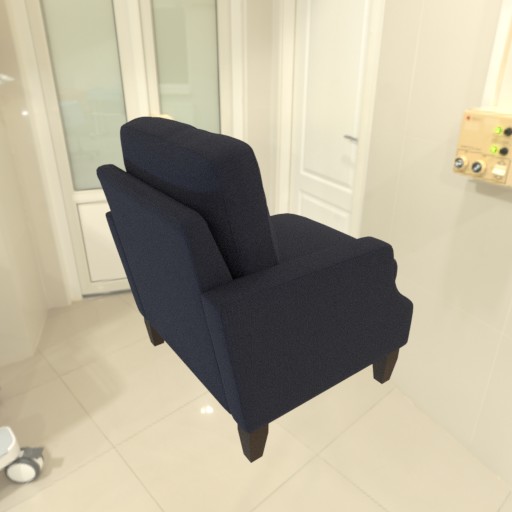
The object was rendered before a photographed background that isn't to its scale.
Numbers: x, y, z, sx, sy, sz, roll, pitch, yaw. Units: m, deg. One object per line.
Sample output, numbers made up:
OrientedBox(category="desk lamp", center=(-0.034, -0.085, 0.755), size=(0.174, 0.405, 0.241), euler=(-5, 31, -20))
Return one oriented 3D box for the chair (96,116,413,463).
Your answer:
OrientedBox(category="chair", center=(0.000, 0.000, 1.644), size=(0.897, 0.991, 0.855), euler=(-17, 30, -32))
